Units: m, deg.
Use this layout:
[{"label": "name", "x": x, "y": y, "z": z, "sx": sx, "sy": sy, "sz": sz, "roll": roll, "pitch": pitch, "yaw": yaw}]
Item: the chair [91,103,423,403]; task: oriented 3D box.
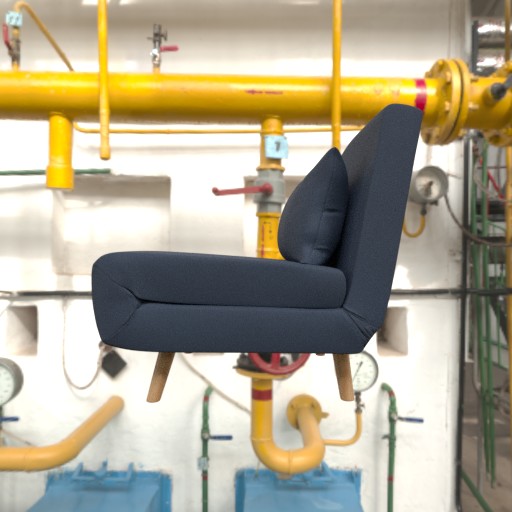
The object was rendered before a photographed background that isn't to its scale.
[{"label": "chair", "x": 0.000, "y": 0.000, "z": 1.529, "sx": 0.900, "sy": 0.808, "sz": 0.770, "roll": 0, "pitch": 0, "yaw": 0}]
